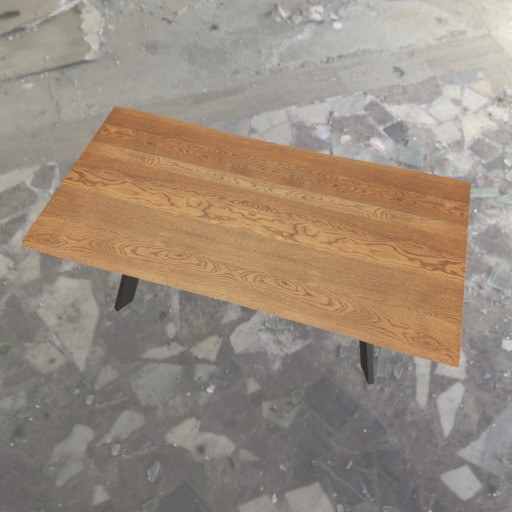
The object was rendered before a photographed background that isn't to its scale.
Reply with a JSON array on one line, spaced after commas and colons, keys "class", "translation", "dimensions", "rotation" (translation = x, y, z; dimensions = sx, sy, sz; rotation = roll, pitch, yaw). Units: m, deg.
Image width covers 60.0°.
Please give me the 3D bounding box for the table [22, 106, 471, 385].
[{"class": "table", "translation": [0.000, 0.000, 2.256], "dimensions": [1.800, 0.770, 0.900], "rotation": [14, 60, 9]}]
